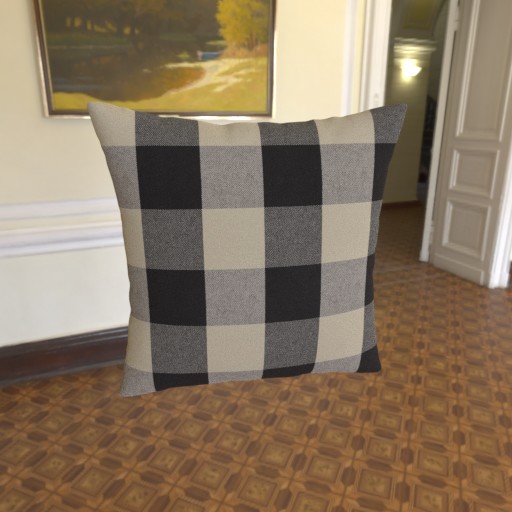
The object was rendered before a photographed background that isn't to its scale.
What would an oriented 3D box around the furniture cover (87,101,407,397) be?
[{"bbox_3d":[0.000,0.000,0.775,0.511,0.509,0.161,-3,18,-9],"label":"furniture cover"}]
